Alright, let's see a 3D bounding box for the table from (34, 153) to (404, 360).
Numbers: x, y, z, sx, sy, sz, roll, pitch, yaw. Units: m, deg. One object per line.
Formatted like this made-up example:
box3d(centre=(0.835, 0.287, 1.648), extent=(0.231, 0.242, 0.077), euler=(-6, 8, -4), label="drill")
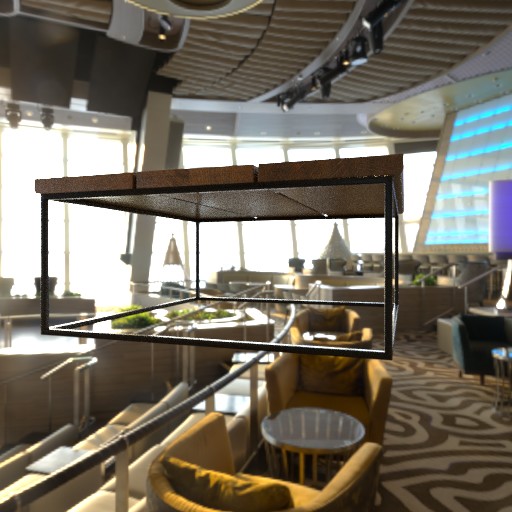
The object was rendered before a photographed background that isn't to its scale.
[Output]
box3d(centre=(0.000, 0.000, 1.422), extent=(0.900, 0.400, 0.900), euler=(0, 0, 19), label="table")
